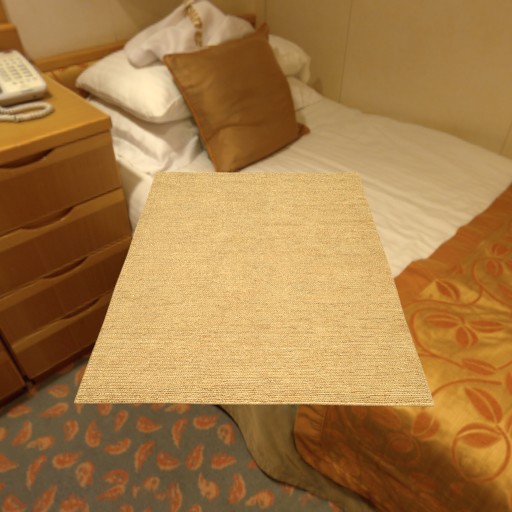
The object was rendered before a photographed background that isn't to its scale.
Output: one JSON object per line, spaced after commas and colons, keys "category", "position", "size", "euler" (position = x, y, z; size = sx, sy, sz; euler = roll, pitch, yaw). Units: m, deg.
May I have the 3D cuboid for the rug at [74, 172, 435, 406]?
{"category": "rug", "position": [0.000, 0.000, 4.100], "size": [2.406, 0.012, 3.034], "euler": [0, 41, 0]}
